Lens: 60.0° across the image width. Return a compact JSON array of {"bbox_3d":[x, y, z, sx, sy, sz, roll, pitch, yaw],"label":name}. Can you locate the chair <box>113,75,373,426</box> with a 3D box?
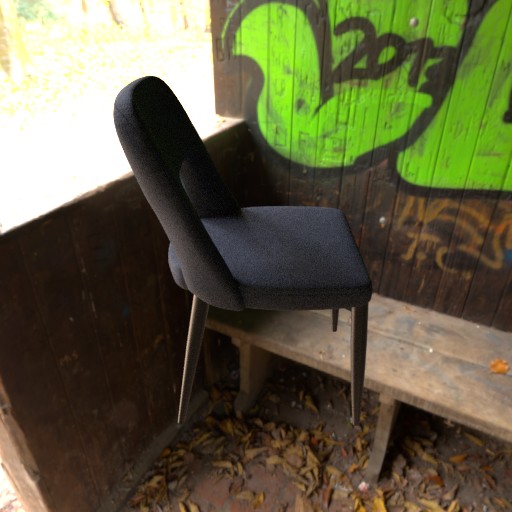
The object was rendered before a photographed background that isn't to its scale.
[{"bbox_3d":[0.000,0.000,1.253,0.612,0.931,0.470,0,31,0],"label":"chair"}]
